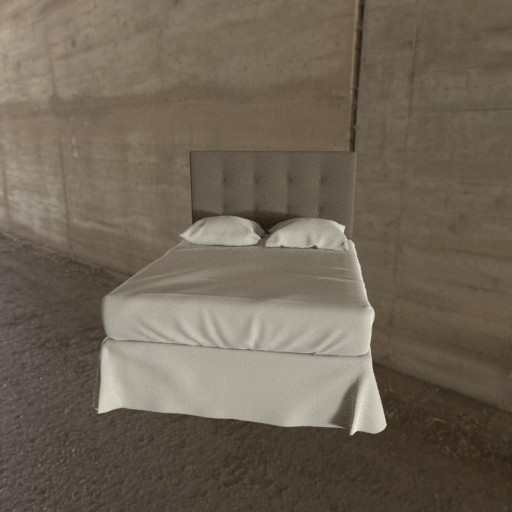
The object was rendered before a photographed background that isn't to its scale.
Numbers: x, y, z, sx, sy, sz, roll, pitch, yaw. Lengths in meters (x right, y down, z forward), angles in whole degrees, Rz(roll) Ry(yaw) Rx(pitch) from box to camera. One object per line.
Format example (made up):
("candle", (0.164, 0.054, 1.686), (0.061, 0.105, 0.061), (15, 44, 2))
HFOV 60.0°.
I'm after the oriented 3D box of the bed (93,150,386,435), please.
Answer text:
("bed", (0.000, 0.000, 3.539), (1.936, 1.577, 2.222), (2, 15, 8))
